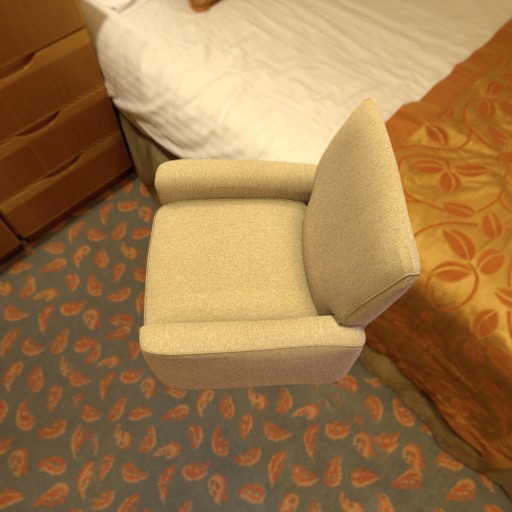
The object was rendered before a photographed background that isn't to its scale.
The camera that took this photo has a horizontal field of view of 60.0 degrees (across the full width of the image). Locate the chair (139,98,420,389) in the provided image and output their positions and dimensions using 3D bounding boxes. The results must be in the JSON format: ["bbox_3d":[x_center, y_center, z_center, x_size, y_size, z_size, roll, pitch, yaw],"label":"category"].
[{"bbox_3d":[0.000,0.000,1.714,0.864,1.014,0.848,-2,60,-1],"label":"chair"}]
